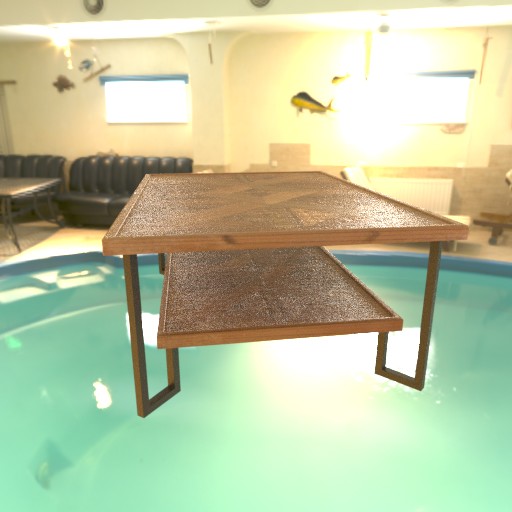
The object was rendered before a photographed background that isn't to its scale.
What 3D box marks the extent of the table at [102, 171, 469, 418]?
[{"bbox_3d":[0.000,0.000,1.685,0.877,0.492,1.238,-3,17,-9],"label":"table"}]
